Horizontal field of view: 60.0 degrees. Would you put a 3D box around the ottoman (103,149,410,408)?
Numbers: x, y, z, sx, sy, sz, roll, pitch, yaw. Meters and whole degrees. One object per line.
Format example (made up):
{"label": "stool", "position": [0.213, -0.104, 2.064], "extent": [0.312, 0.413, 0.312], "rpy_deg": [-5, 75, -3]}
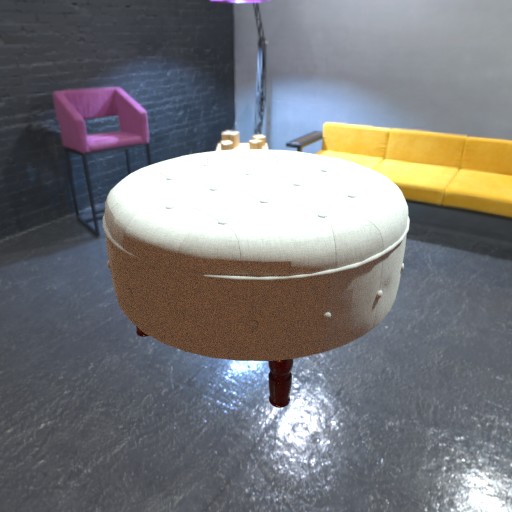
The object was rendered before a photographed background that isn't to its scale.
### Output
{"label": "ottoman", "position": [0.000, 0.000, 1.357], "extent": [0.850, 0.483, 0.850], "rpy_deg": [0, 27, 0]}
